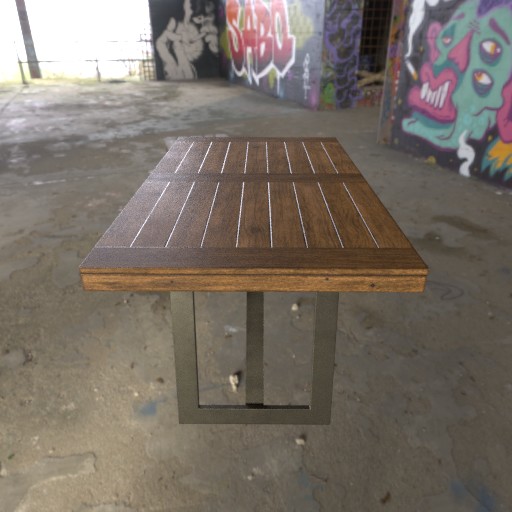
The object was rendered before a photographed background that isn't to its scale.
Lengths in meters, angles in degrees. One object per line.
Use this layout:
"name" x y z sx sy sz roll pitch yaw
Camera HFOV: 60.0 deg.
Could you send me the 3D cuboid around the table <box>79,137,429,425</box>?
"table" 0.000 0.000 2.081 0.931 0.757 1.641 0 27 0
